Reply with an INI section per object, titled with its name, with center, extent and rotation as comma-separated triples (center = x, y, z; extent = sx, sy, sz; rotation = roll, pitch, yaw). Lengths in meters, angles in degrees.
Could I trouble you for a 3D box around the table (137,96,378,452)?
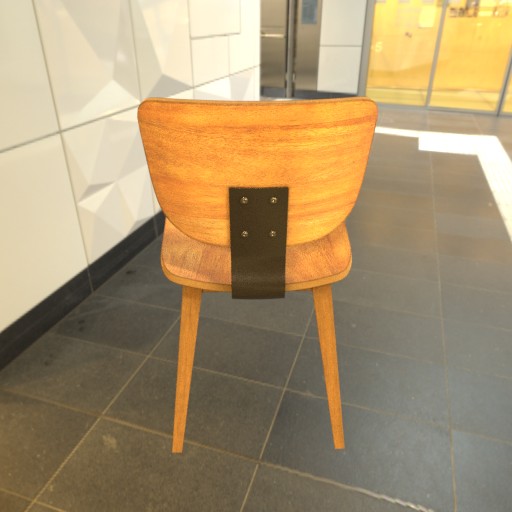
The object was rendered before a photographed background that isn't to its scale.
[table]
center = 0.000, 0.000, 1.103
extent = 0.499, 0.805, 0.500
rotation = -1, 29, -1
